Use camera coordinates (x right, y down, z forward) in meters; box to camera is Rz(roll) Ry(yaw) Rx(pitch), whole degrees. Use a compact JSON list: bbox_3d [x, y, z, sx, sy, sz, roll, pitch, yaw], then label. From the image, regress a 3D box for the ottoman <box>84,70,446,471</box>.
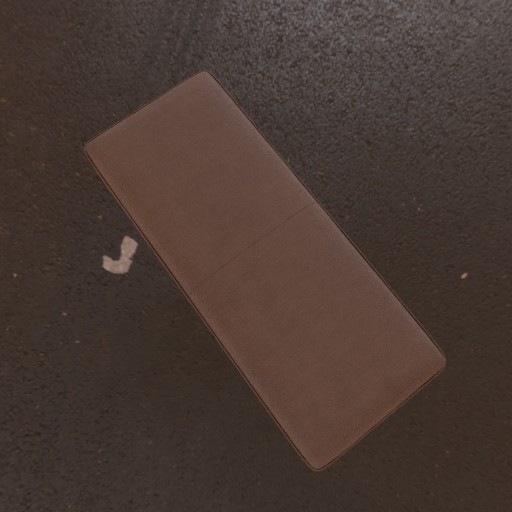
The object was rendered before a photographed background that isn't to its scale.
[{"bbox_3d":[0.000,0.000,2.095,0.751,0.470,1.764,-36,79,-8],"label":"ottoman"}]
